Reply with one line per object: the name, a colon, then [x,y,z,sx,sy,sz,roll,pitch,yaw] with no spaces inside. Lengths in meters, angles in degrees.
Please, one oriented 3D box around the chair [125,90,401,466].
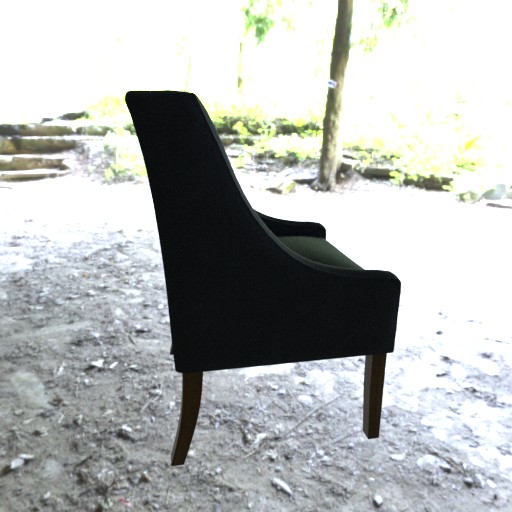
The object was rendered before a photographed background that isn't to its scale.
chair: [0.000,0.000,1.310,0.629,0.895,0.629,-3,17,-10]
